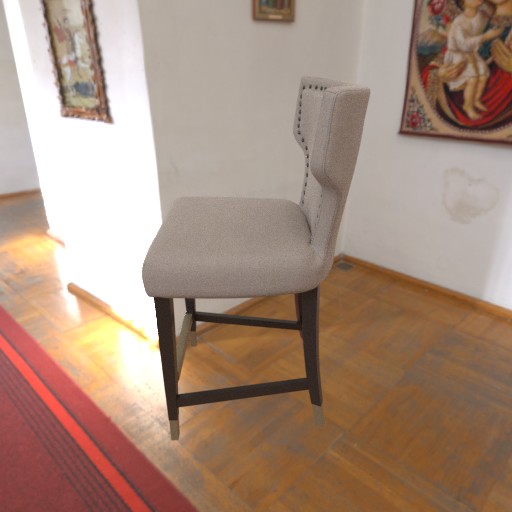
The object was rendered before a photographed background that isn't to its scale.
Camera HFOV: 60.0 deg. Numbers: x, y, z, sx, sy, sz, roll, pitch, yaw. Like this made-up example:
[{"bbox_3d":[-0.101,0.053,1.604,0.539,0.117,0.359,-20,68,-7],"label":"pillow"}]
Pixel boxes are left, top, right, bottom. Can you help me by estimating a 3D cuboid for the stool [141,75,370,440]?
[{"bbox_3d":[0.000,0.000,1.330,0.563,0.982,0.527,0,25,0],"label":"stool"}]
